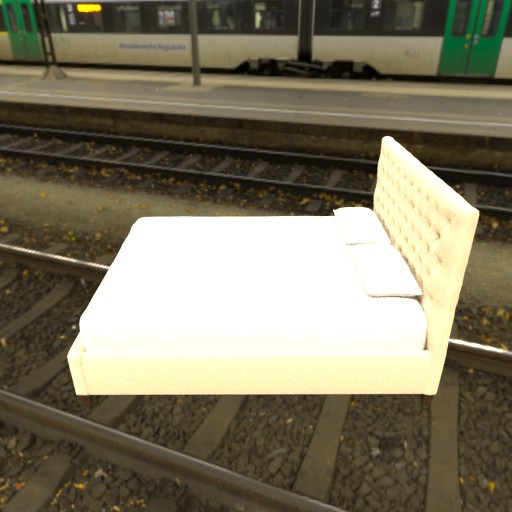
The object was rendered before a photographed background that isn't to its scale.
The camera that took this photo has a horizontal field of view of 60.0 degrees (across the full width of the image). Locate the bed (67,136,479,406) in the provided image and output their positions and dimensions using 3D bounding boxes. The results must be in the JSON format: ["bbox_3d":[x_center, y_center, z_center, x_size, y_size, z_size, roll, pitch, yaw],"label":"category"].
[{"bbox_3d":[0.000,0.000,3.376,2.387,1.427,1.698,0,28,0],"label":"bed"}]
